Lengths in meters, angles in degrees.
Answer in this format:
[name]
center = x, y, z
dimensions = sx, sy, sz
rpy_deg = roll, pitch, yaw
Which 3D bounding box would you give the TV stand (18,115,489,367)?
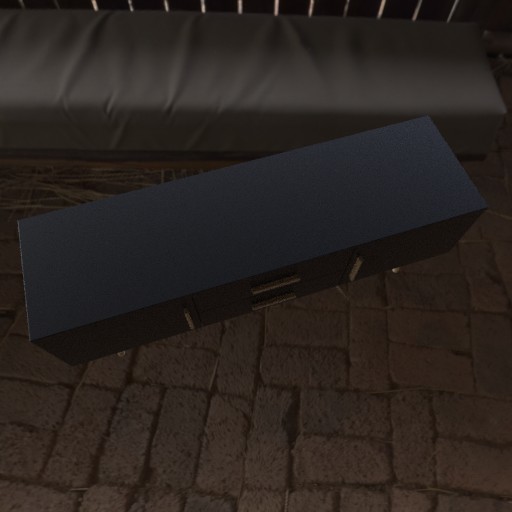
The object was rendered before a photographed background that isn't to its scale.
[TV stand]
center = 0.000, 0.000, 1.511
dimensions = 1.312, 0.518, 0.390
rpy_deg = -16, 65, -8
